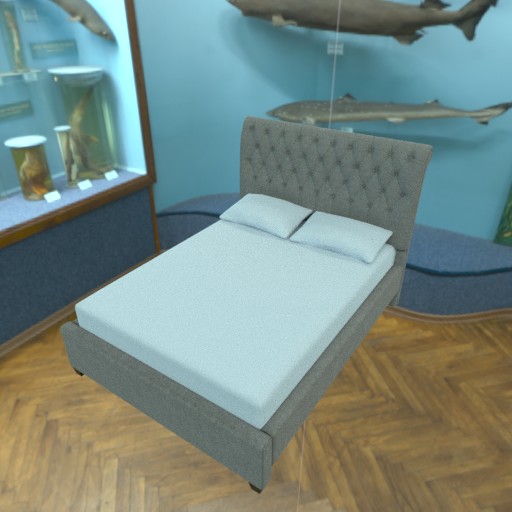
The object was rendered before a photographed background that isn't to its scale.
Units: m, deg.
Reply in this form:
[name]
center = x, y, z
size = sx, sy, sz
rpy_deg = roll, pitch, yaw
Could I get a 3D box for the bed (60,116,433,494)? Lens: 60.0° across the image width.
[bed]
center = 0.000, 0.000, 3.202
size = 1.645, 1.371, 2.252
rpy_deg = 19, 35, 29
